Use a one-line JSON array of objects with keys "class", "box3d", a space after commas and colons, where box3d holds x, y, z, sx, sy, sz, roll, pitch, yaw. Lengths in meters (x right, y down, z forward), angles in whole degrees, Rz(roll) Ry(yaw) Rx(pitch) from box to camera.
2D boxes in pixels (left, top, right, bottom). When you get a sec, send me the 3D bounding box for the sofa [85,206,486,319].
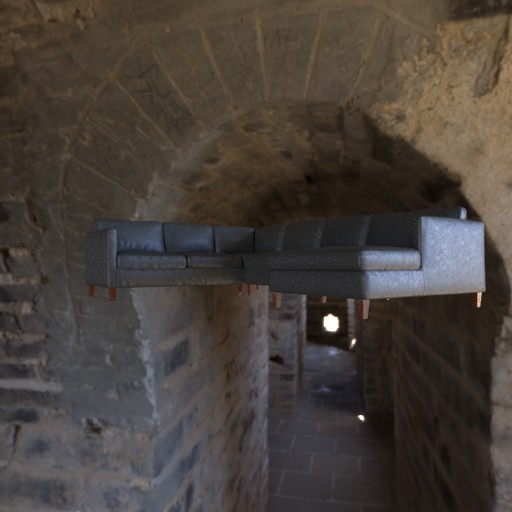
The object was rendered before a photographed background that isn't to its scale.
[{"class": "sofa", "box3d": [0.000, 0.000, 4.564, 2.593, 0.923, 3.460, 1, -1, -35]}]
